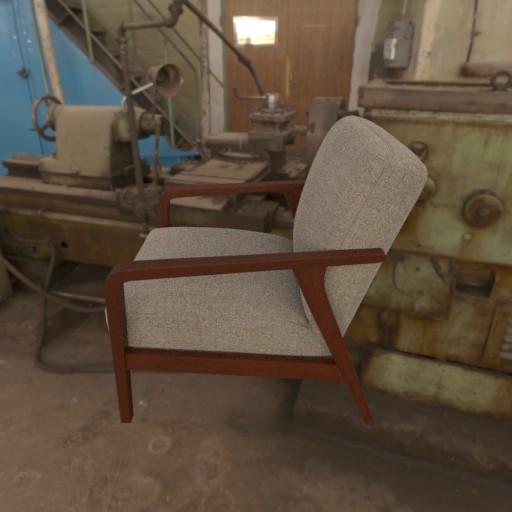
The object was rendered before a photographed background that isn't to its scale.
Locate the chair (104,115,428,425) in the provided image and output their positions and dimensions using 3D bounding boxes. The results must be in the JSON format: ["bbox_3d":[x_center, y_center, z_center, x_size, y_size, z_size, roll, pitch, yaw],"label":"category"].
[{"bbox_3d":[0.000,0.000,1.487,0.858,0.847,0.704,0,26,1],"label":"chair"}]
